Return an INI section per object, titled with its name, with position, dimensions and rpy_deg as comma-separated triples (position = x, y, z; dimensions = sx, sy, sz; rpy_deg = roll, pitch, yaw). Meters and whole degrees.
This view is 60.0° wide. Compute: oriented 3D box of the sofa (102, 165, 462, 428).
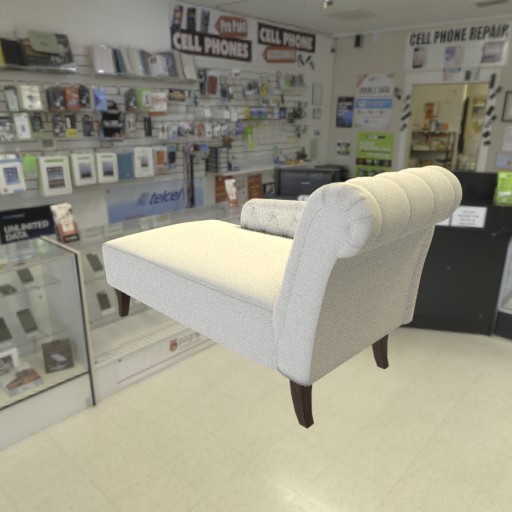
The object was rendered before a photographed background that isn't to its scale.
[sofa]
position = 0.000, 0.000, 1.815
dimensions = 1.379, 0.787, 0.675
rpy_deg = 17, 25, 42
